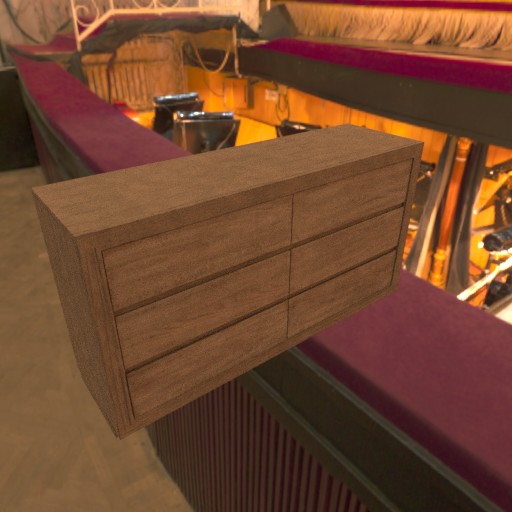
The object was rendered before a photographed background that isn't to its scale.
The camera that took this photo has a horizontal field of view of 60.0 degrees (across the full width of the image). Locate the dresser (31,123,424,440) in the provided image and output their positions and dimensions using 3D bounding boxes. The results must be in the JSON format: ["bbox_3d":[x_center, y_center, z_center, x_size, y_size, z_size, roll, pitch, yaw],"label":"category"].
[{"bbox_3d":[0.000,0.000,2.039,1.628,0.889,0.483,-21,35,-32],"label":"dresser"}]
